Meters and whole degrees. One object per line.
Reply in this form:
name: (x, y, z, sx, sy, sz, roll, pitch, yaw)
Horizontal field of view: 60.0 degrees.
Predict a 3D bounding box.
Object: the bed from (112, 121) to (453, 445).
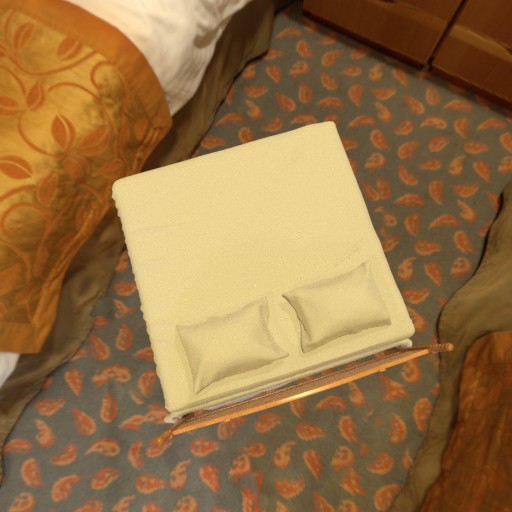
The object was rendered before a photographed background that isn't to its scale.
bed: (0.000, 0.000, 3.582, 2.322, 1.355, 2.219, -17, 77, -4)
